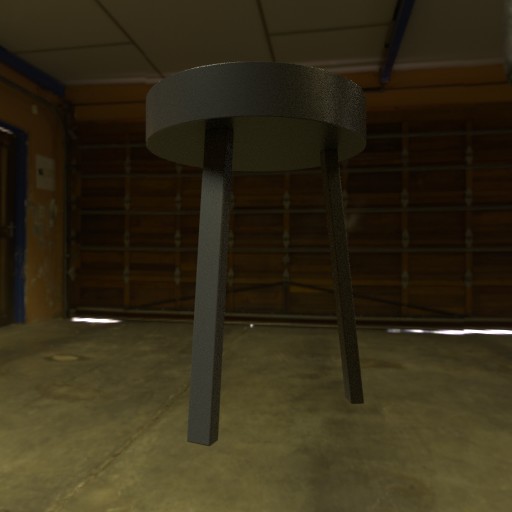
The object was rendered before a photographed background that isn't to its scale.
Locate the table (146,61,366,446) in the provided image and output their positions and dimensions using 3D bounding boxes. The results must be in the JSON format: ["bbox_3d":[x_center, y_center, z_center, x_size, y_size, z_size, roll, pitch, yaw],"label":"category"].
[{"bbox_3d":[0.000,0.000,0.841,0.406,0.559,0.406,0,0,0],"label":"table"}]
